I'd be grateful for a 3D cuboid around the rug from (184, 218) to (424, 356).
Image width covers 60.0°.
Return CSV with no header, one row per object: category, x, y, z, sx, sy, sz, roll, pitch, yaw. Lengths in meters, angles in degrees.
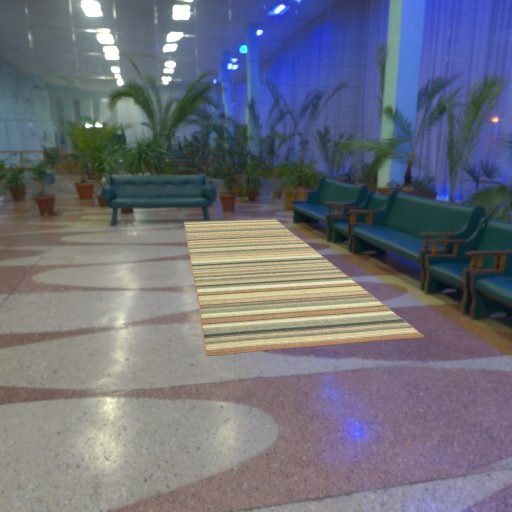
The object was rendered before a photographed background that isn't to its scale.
rug,0.000,0.000,2.701,0.799,0.010,2.444,-3,15,-10
